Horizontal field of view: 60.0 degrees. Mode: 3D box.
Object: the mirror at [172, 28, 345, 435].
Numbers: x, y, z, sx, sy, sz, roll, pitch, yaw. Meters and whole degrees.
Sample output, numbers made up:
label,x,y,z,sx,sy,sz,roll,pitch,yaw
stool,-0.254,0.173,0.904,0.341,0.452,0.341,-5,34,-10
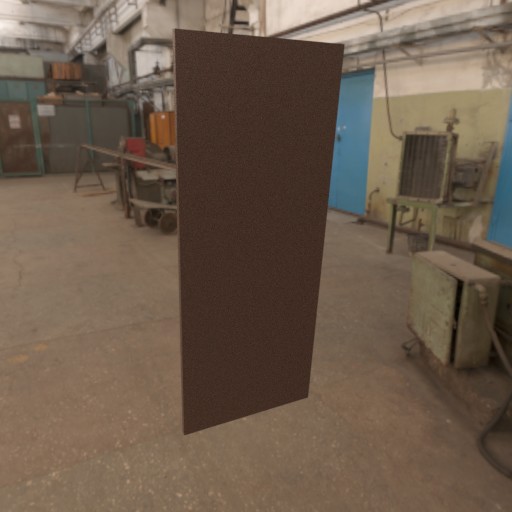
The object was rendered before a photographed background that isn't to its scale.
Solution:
label,x,y,z,sx,sy,sz,roll,pitch,yaw
mirror,0.000,0.000,2.279,0.812,2.020,0.221,-8,18,-25
